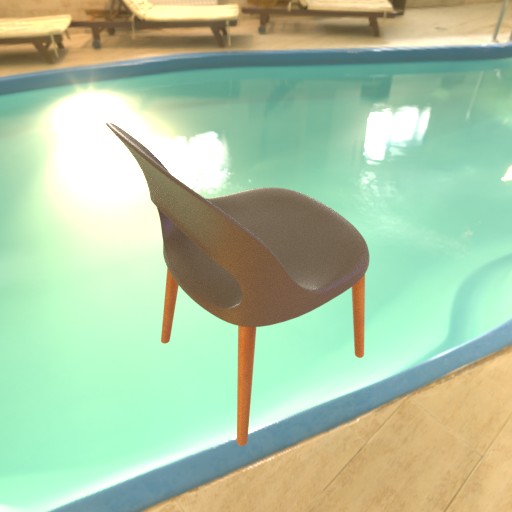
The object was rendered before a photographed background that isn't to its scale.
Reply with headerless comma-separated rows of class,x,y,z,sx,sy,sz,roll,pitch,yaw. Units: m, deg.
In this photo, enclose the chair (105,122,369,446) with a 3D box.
chair,0.000,0.000,1.144,0.556,0.795,0.470,-26,47,-27
